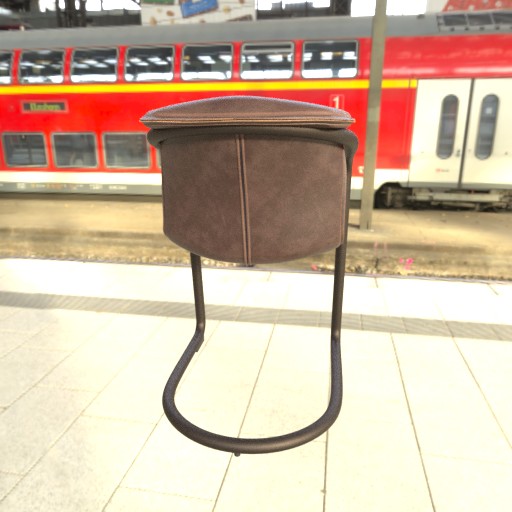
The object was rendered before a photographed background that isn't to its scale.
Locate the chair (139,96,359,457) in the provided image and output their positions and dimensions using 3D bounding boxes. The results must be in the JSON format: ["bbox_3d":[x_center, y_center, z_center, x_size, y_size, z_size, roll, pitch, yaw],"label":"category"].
[{"bbox_3d":[0.000,0.000,1.271,0.536,0.836,0.664,2,16,8],"label":"chair"}]
